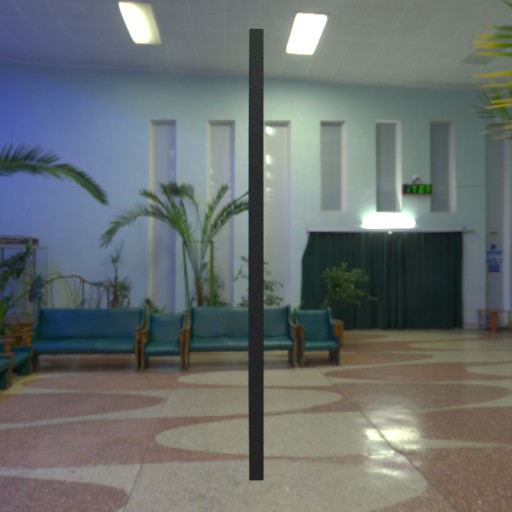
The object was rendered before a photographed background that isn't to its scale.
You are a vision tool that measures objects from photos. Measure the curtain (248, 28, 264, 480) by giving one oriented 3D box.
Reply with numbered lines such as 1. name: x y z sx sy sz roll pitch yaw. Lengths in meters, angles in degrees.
1. curtain: 0.000 0.000 0.815 0.027 0.585 0.483 0 -1 -1
